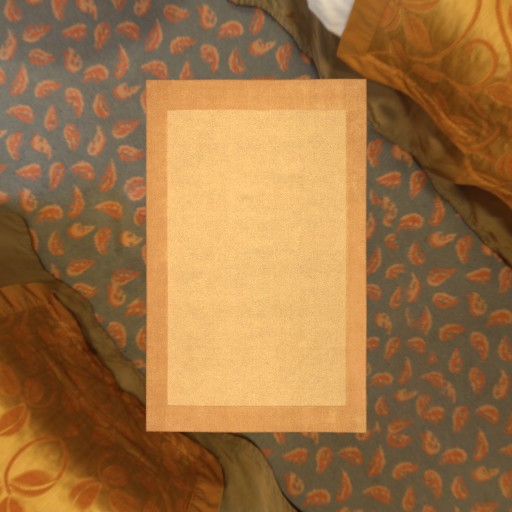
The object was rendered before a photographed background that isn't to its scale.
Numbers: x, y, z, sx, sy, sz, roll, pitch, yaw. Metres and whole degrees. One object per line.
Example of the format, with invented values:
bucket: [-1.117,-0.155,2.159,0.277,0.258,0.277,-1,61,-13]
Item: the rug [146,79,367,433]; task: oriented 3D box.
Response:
rug: [0.000,0.000,3.063,1.524,0.014,2.438,0,90,1]
